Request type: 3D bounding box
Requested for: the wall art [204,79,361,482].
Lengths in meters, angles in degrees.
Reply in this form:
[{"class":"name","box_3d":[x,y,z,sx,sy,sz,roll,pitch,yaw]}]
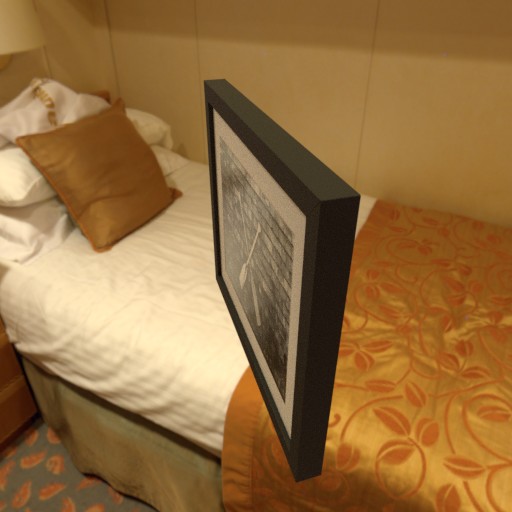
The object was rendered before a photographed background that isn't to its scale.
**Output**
[{"class":"wall art","box_3d":[0.000,0.000,0.535,0.029,0.330,0.381,-10,34,-14]}]
